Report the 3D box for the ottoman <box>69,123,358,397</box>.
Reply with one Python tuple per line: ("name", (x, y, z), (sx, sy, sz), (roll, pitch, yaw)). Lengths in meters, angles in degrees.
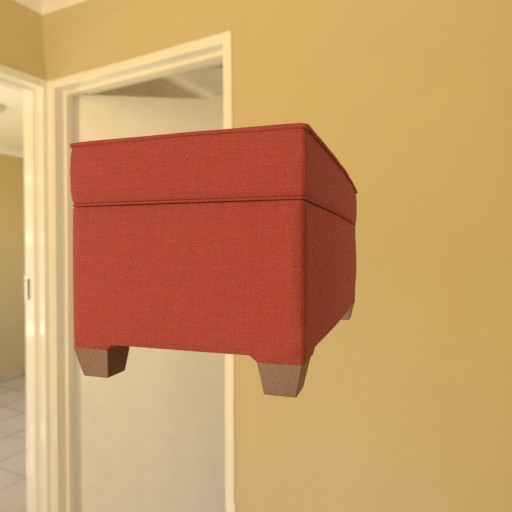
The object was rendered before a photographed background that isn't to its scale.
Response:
("ottoman", (0.000, 0.000, 1.222), (0.497, 0.454, 0.948), (0, 1, 18))
